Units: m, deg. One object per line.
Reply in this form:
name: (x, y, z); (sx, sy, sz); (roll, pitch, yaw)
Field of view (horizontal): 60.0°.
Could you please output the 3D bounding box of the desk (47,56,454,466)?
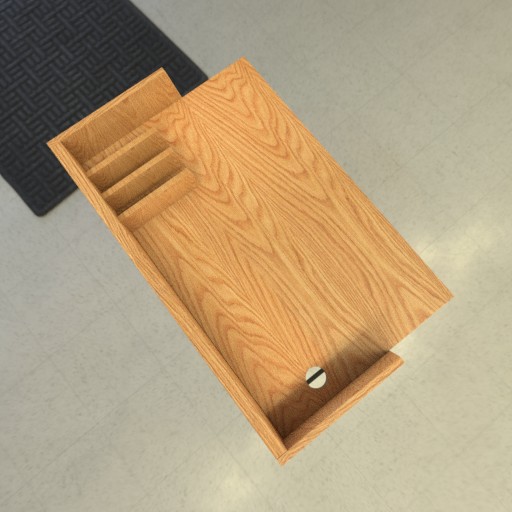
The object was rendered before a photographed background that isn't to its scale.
desk: (0.000, 0.000, 1.857); (0.769, 1.061, 1.191); (-37, 80, -8)
